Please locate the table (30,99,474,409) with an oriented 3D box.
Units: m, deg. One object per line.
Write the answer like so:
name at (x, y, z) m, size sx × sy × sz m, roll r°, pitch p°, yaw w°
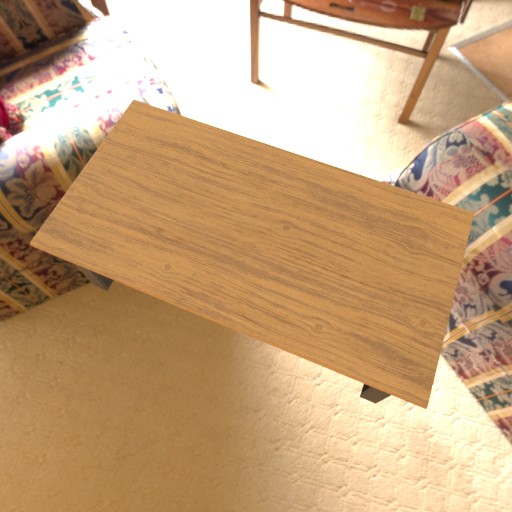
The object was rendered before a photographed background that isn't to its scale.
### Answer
table at (0.000, 0.000, 1.683) m, size 1.331 × 0.445 × 0.693 m, roll 21°, pitch 66°, yaw 10°
